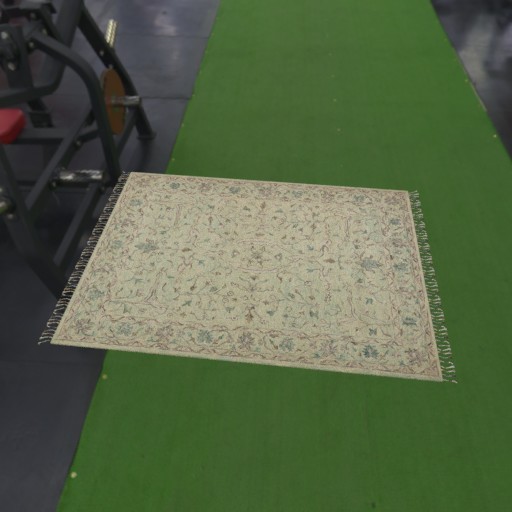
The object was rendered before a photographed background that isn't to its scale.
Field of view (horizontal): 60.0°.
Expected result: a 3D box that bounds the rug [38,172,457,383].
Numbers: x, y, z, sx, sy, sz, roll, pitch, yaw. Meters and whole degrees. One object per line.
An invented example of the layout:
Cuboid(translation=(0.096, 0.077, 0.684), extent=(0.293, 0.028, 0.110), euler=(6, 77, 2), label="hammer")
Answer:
Cuboid(translation=(0.000, 0.000, 2.291), extent=(1.802, 0.008, 1.247), euler=(5, 49, 4), label="rug")
